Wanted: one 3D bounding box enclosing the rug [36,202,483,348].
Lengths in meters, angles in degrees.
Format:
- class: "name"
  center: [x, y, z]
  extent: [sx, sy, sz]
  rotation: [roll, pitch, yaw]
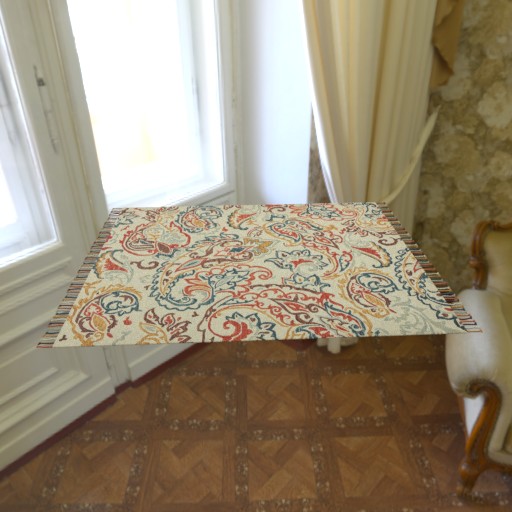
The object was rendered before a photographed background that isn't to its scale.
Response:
- class: "rug"
  center: [0.000, 0.000, 4.289]
  extent: [3.274, 0.015, 2.439]
  rotation: [-2, 30, -3]
